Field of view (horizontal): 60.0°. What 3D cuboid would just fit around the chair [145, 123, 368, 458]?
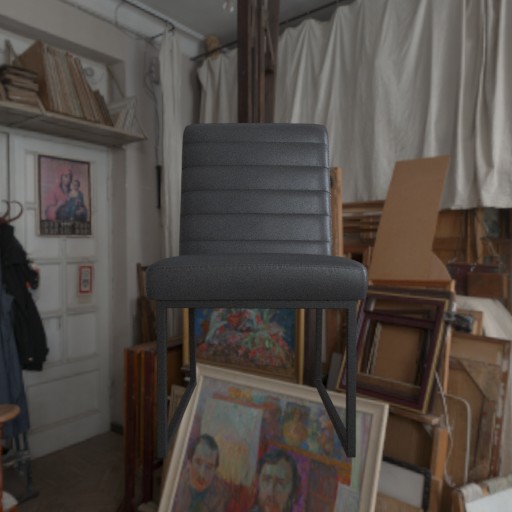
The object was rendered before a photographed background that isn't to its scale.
[{"bbox_3d":[0.000,0.000,1.322,0.520,0.930,0.634,0,1,0],"label":"chair"}]
